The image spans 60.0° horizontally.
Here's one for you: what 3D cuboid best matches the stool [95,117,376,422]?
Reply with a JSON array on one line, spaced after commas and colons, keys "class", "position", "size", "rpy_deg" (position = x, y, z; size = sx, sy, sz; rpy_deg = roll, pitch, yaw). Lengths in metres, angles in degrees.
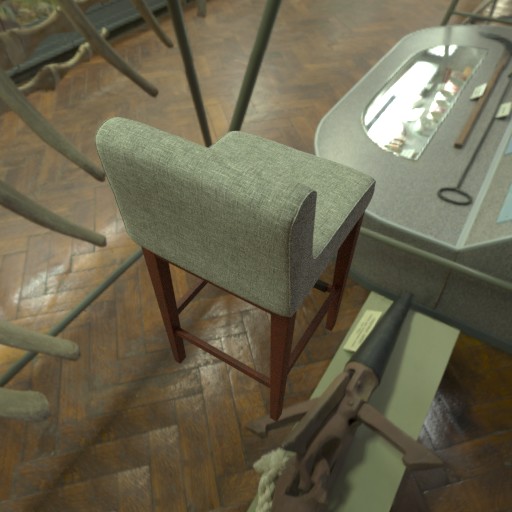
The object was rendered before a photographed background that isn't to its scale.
[{"class": "stool", "position": [0.000, 0.000, 1.133], "size": [0.417, 0.835, 0.459], "rpy_deg": [24, 51, 21]}]
